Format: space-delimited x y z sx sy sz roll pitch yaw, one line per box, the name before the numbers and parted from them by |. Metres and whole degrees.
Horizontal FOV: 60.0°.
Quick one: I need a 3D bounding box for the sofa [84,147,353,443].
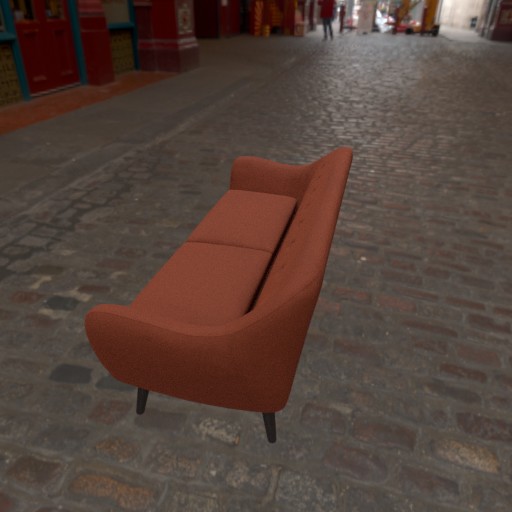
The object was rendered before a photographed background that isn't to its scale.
sofa | 0.000 0.000 2.306 0.820 0.836 1.840 8 31 13
